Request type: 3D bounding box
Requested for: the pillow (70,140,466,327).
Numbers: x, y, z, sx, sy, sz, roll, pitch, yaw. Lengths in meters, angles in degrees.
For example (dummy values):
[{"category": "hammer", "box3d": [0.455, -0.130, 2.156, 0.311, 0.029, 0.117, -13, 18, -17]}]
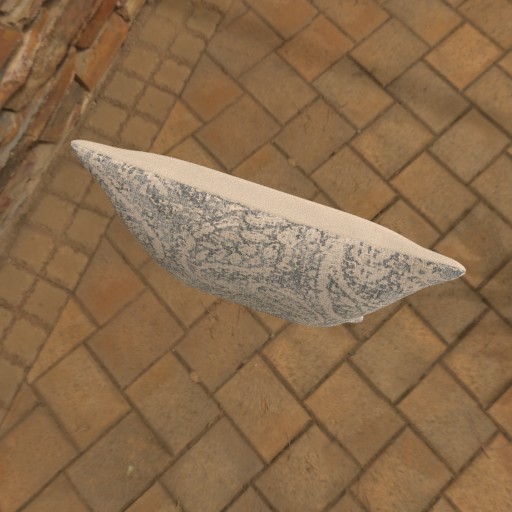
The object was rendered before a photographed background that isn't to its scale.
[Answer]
[{"category": "pillow", "box3d": [0.000, 0.000, 0.789, 0.523, 0.510, 0.166, 19, 77, 4]}]
